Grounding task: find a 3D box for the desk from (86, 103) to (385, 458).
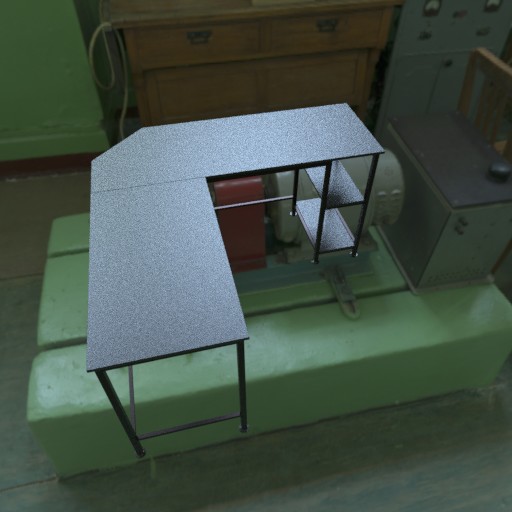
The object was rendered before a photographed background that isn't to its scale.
[{"bbox_3d":[0.000,0.000,2.168,1.379,0.739,1.379,-10,47,-9],"label":"desk"}]
